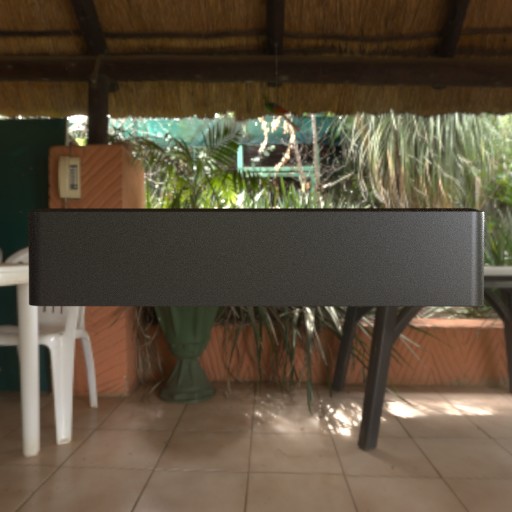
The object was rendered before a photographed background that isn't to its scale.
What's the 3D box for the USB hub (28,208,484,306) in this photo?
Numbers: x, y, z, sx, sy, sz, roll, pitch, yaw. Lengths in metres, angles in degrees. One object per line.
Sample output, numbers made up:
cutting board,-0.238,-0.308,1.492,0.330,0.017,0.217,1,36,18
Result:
USB hub,0.000,0.000,0.125,0.110,0.023,0.044,0,1,0
